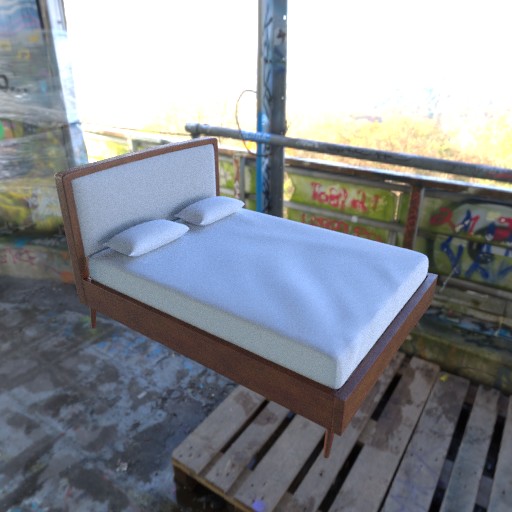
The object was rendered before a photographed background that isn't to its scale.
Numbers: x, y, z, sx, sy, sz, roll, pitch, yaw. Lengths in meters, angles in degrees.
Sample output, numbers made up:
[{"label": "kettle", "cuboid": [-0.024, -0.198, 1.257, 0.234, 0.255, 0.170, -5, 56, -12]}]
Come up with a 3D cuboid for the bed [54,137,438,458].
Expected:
[{"label": "bed", "cuboid": [0.000, 0.000, 3.229, 2.196, 1.275, 1.587, 17, 31, 32]}]
